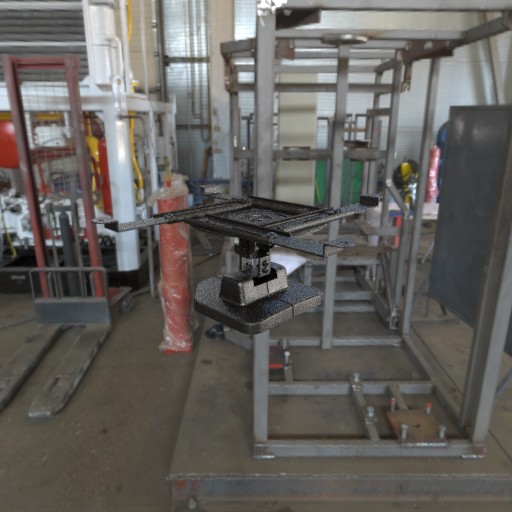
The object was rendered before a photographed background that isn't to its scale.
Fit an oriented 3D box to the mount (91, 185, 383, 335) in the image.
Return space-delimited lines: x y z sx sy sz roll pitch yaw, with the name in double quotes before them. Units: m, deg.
"mount" 0.000 0.000 0.618 0.394 0.141 0.394 16 24 42
